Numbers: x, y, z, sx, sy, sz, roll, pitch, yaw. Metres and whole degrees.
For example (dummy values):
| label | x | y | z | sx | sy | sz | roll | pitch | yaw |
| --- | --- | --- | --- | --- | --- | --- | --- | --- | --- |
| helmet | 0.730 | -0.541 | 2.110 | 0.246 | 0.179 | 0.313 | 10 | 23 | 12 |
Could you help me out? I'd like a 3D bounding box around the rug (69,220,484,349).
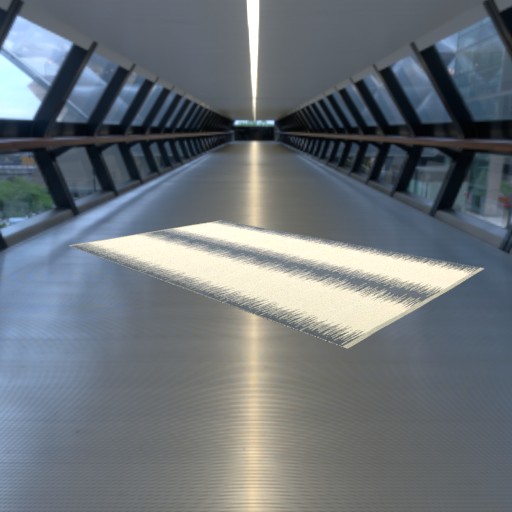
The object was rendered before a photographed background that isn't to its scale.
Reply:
| label | x | y | z | sx | sy | sz | roll | pitch | yaw |
| --- | --- | --- | --- | --- | --- | --- | --- | --- | --- |
| rug | 0.000 | 0.000 | 3.022 | 2.453 | 0.003 | 1.519 | 14 | 20 | 42 |
